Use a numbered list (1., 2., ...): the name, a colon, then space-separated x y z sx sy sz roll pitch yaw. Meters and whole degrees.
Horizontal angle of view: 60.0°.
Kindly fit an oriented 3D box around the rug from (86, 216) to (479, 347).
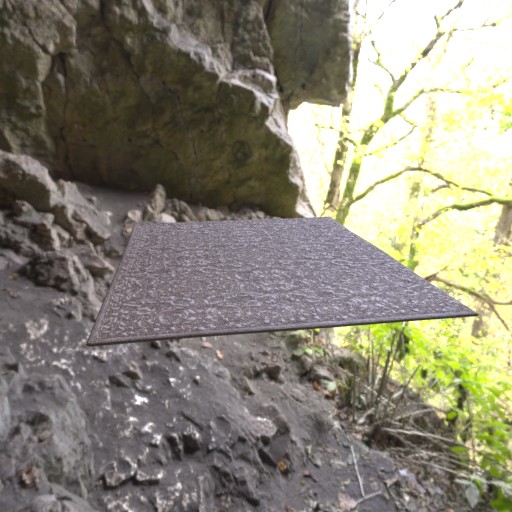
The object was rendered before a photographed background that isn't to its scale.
1. rug: 0.000 0.000 4.125 2.472 0.035 3.017 -3 18 -9
